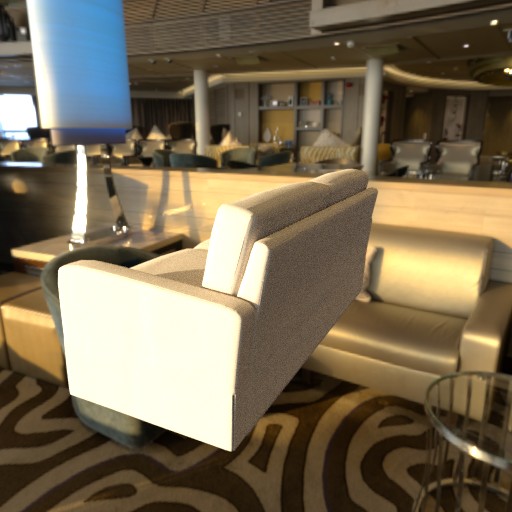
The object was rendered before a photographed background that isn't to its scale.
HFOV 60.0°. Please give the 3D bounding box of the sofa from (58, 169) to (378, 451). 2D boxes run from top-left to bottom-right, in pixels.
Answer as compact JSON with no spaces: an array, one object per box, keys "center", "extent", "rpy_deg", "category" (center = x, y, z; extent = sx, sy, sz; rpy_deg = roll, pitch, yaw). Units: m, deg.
[{"center":[0.000,0.000,2.314],"extent":[0.894,0.831,1.808],"rpy_deg":[8,17,26],"category":"sofa"}]
